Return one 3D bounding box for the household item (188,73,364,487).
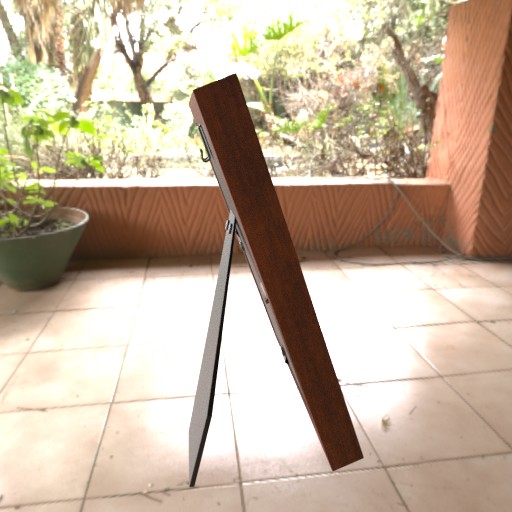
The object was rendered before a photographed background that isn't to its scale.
[{"bbox_3d":[0.000,0.000,0.286,0.096,0.204,0.160,-3,17,-9],"label":"household item"}]
